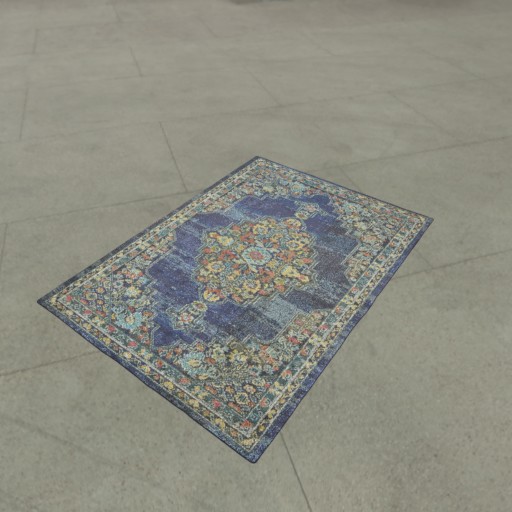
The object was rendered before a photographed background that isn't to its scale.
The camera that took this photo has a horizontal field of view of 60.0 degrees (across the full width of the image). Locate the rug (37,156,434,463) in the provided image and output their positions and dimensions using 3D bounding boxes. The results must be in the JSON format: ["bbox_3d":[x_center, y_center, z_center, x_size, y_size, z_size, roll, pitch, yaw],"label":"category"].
[{"bbox_3d":[0.000,0.000,2.952,1.630,0.009,2.232,26,47,27],"label":"rug"}]
